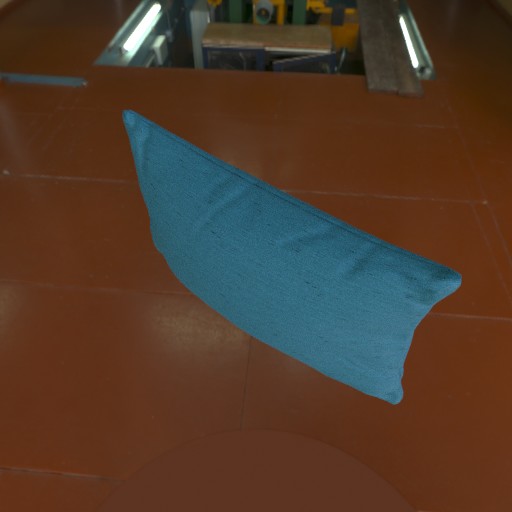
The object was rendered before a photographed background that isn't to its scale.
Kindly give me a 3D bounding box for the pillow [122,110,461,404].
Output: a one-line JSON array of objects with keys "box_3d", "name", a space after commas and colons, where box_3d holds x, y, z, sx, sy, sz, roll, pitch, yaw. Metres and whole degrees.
[{"box_3d": [0.000, 0.000, 0.781, 0.633, 0.338, 0.210, 31, 54, 26], "name": "pillow"}]
